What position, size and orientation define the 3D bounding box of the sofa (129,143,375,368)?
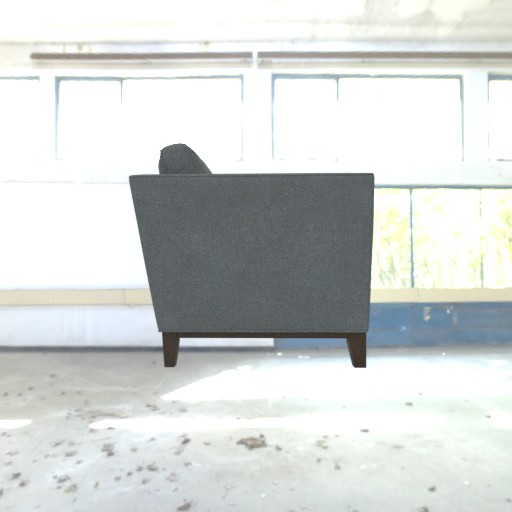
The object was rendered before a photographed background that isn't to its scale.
[{"bbox_3d":[0.000,0.000,2.901,0.965,0.940,2.387,0,-1,1],"label":"sofa"}]
